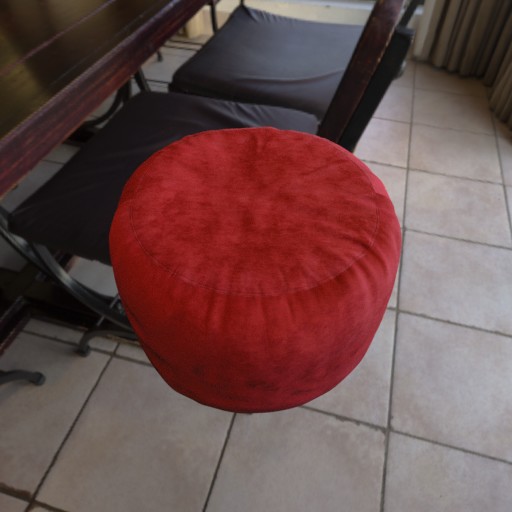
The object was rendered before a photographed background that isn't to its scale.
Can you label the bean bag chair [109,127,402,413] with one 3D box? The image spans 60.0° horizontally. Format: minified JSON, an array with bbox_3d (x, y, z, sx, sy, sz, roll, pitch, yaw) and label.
[{"bbox_3d":[0.000,0.000,2.001,1.219,0.762,1.219,0,47,0],"label":"bean bag chair"}]
